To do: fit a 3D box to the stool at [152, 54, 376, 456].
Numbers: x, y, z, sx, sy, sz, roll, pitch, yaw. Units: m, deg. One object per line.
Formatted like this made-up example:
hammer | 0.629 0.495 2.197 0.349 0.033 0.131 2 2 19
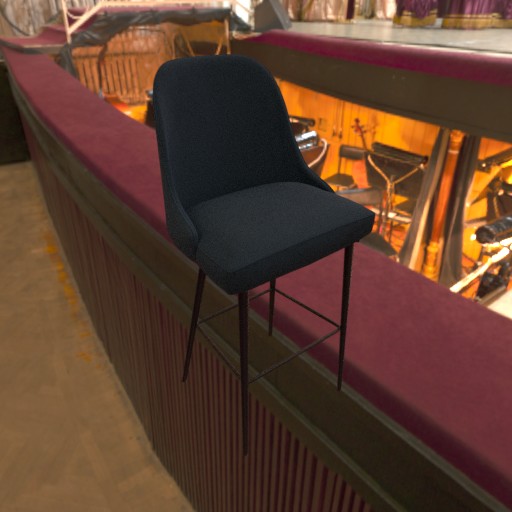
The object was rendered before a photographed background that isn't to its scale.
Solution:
stool | 0.000 0.000 1.351 0.527 1.079 0.489 -22 37 -32
